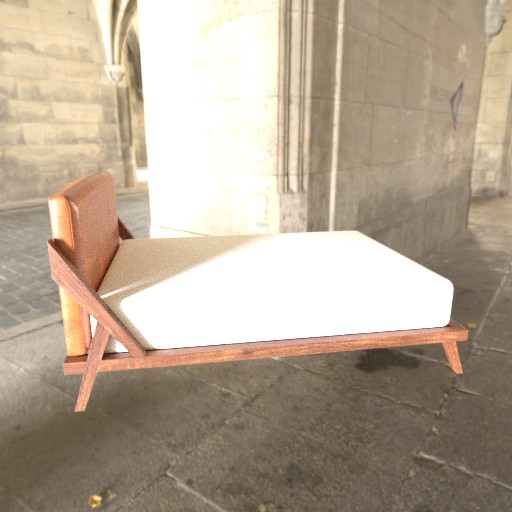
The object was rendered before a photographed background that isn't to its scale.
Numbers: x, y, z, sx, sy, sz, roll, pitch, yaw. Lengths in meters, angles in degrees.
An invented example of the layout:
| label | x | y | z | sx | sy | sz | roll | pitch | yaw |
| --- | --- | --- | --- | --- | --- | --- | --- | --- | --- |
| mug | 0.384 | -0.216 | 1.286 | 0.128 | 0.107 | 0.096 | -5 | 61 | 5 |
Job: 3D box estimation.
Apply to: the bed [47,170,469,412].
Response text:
| label | x | y | z | sx | sy | sz | roll | pitch | yaw |
| --- | --- | --- | --- | --- | --- | --- | --- | --- | --- |
| bed | 0.000 | 0.000 | 3.181 | 2.311 | 1.168 | 1.651 | -3 | 16 | -10 |
